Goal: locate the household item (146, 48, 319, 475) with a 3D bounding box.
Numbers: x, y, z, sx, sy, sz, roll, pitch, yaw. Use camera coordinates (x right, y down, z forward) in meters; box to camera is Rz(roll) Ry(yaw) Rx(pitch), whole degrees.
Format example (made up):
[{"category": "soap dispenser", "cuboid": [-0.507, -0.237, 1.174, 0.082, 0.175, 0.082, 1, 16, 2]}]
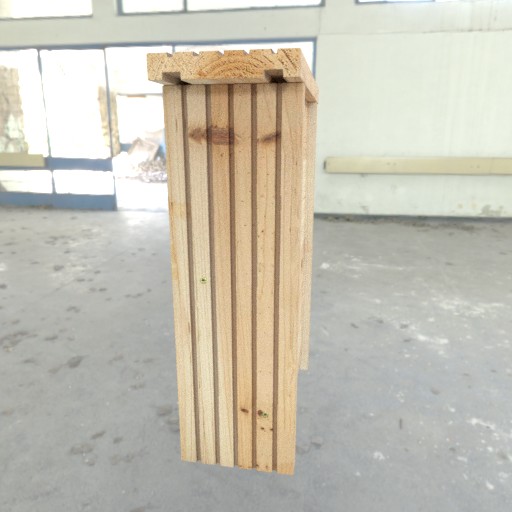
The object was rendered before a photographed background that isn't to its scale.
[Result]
[{"category": "household item", "cuboid": [0.000, 0.000, 0.536, 0.123, 0.407, 0.301, 3, 15, 10]}]
